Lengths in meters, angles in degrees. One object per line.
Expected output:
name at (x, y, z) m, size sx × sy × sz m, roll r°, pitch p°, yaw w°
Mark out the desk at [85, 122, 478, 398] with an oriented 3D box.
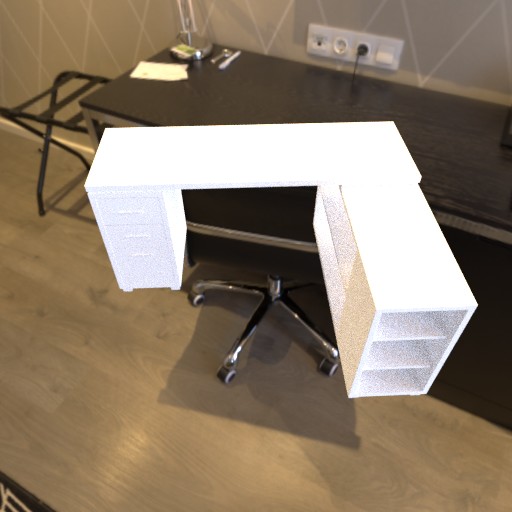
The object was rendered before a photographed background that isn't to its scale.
desk at (0.000, 0.000, 2.205) m, size 1.524 × 0.759 × 1.199 m, roll -2°, pitch 46°, yaw -2°
